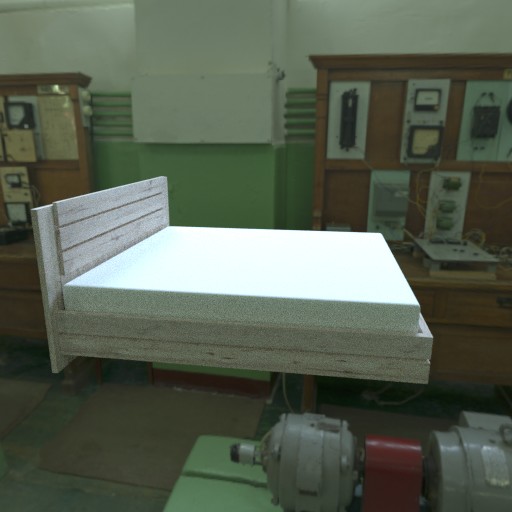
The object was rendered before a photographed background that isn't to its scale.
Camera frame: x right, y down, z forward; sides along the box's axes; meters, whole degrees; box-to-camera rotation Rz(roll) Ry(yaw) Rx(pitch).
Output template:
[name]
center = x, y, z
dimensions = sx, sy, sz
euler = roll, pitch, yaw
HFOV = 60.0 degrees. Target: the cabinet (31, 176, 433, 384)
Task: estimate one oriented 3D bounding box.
[cabinet]
center = 0.000, 0.000, 3.214
dimensions = 2.080, 0.970, 1.950
euler = 2, 15, 9
